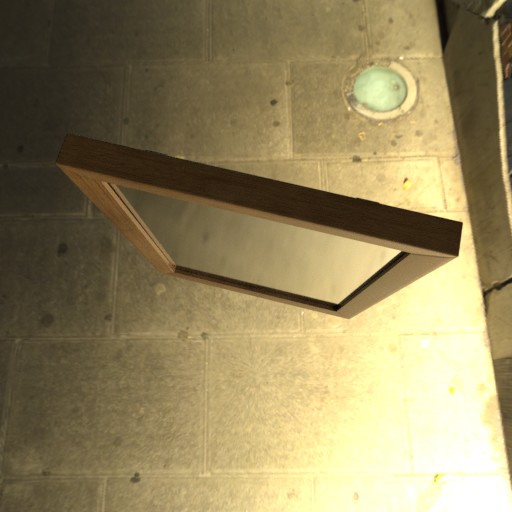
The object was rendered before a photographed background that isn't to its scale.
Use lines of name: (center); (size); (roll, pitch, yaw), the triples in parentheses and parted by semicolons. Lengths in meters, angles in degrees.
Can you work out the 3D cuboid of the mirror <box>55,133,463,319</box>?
mirror: (0.000, 0.000, 0.682); (0.405, 0.508, 0.041); (13, 76, 3)
